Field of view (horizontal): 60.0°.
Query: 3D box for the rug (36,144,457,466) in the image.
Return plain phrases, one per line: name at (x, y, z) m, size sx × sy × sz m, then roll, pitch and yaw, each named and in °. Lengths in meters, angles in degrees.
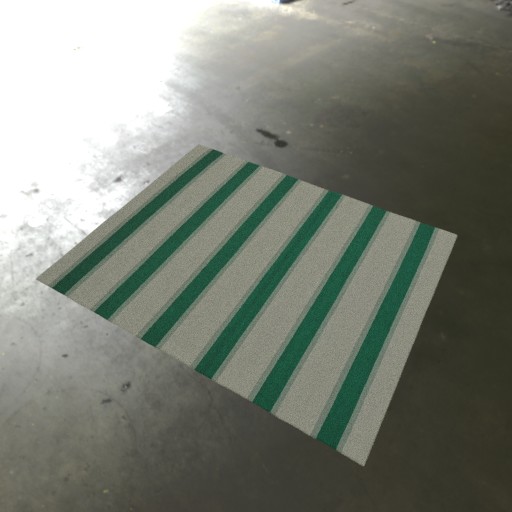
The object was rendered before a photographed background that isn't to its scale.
rug at (0.000, 0.000, 4.050) m, size 3.041 × 0.019 × 2.434 m, roll 24°, pitch 51°, yaw 20°
